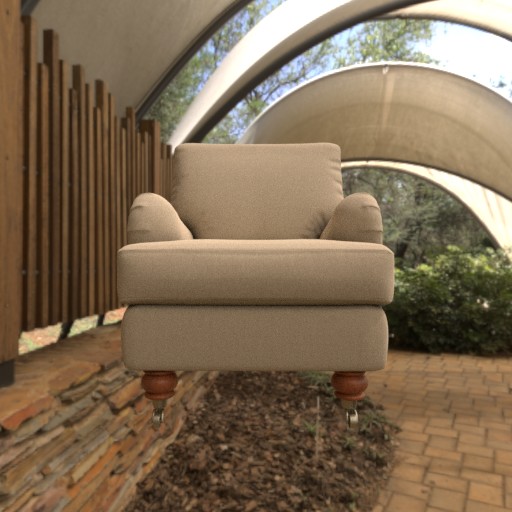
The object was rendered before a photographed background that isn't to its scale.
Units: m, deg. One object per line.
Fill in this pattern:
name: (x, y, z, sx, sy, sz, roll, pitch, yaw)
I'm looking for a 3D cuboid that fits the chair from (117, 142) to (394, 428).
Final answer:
chair: (0.000, 0.000, 1.864, 0.895, 1.076, 1.078, 0, 0, 1)
